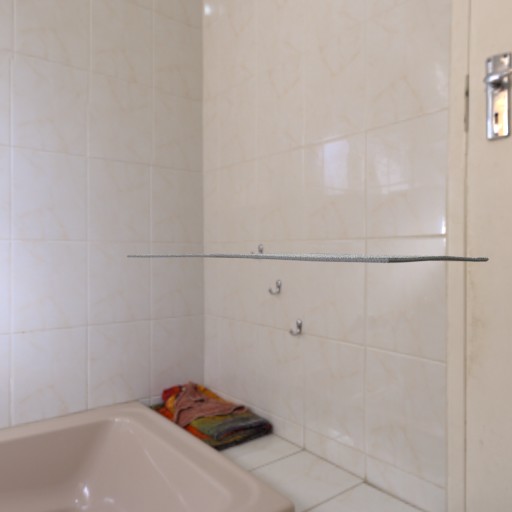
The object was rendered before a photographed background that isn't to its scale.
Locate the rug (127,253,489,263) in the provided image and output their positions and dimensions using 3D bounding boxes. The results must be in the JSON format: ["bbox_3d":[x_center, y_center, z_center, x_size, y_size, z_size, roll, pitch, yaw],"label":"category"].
[{"bbox_3d":[0.000,0.000,2.559,0.675,0.037,2.341,0,1,-36],"label":"rug"}]
